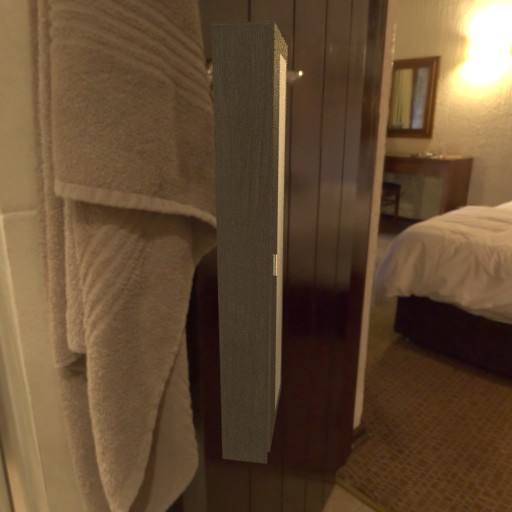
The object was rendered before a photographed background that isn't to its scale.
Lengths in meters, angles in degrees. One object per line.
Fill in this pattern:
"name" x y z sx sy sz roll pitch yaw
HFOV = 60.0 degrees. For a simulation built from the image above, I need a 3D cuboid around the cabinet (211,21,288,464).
"cabinet" 0.000 0.000 1.983 0.230 1.790 0.500 3 17 9
